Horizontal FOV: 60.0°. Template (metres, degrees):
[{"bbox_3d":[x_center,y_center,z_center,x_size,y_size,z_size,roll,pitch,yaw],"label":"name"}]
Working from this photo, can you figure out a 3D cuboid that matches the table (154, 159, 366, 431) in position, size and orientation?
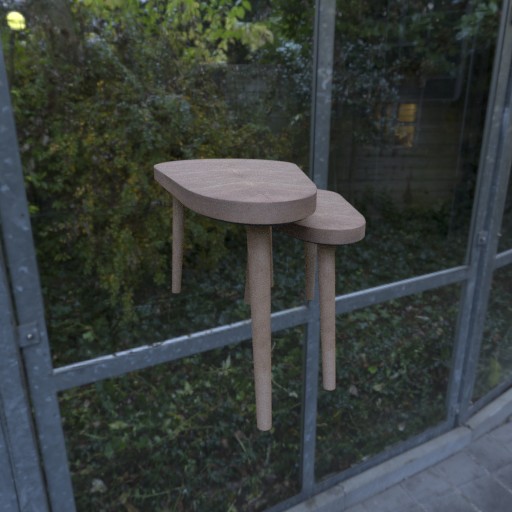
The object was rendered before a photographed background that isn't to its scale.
[{"bbox_3d":[0.000,0.000,1.587,0.701,0.595,1.190,-3,17,-10],"label":"table"}]
